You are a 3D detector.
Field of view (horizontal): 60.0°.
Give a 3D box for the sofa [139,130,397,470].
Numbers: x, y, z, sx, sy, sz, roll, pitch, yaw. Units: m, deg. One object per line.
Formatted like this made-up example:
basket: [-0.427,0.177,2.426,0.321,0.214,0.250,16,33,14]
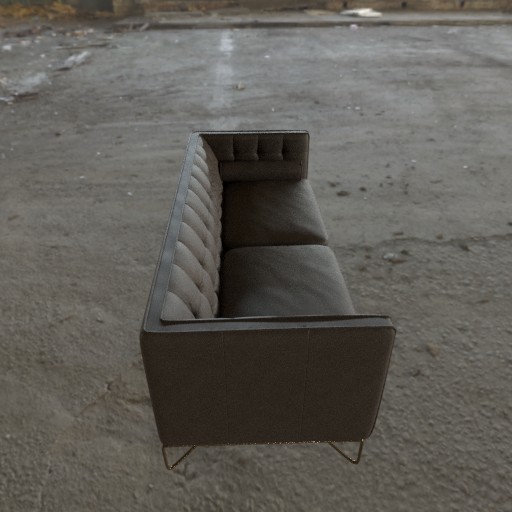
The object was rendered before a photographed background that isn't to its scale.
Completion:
sofa: [0.000,0.000,2.493,0.867,0.789,2.087,-1,33,-2]
